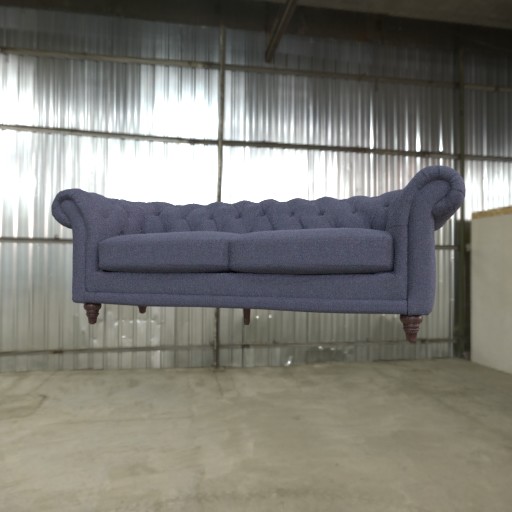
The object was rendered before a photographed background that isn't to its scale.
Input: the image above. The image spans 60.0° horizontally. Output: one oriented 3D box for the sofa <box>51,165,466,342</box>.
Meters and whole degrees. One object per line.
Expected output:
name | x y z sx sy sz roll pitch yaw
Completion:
sofa | 0.000 0.000 2.807 2.335 0.836 1.046 0 -1 19
